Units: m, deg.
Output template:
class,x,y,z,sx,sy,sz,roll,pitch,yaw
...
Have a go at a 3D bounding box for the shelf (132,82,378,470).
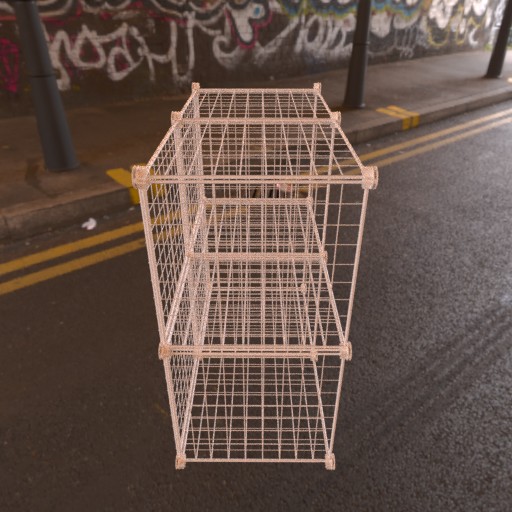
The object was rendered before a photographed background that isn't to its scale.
class,x,y,z,sx,sy,sz,roll,pitch,yaw
shelf,0.000,0.000,1.120,0.356,0.711,0.711,0,31,0
